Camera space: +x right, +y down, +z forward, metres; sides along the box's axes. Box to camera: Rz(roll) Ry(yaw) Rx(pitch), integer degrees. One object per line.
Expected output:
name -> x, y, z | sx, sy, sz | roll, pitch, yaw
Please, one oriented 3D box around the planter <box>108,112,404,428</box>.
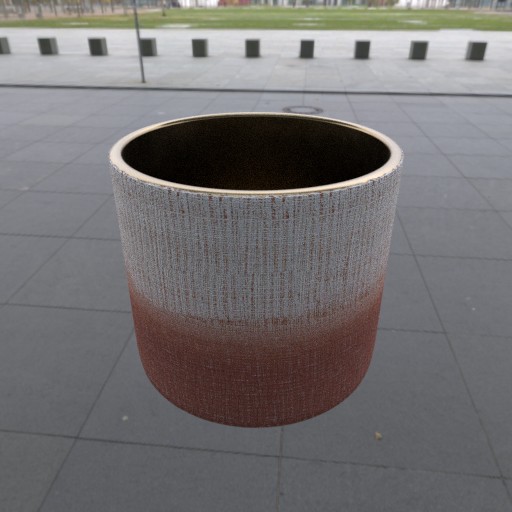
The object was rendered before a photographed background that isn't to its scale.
planter -> 0.000, 0.000, 0.387 | 0.221, 0.201, 0.221 | 0, 30, 0
